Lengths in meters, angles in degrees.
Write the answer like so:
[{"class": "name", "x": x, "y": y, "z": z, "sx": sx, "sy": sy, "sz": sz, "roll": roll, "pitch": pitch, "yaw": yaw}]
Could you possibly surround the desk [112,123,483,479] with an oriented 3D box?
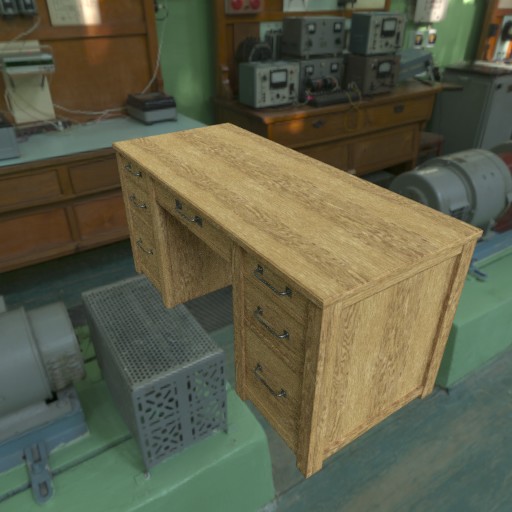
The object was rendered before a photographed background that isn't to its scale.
[{"class": "desk", "x": 0.000, "y": 0.000, "z": 1.994, "sx": 0.685, "sy": 0.751, "sz": 1.567, "roll": -19, "pitch": 36, "yaw": -29}]
